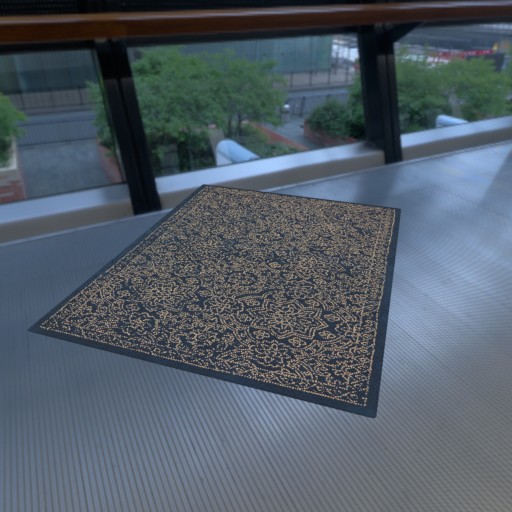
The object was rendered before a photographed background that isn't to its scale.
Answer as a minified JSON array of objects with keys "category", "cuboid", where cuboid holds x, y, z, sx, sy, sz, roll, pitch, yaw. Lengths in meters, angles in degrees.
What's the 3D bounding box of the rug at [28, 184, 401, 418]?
[{"category":"rug","cuboid":[0.000,0.000,4.078,2.438,0.010,3.048,9,31,16]}]
